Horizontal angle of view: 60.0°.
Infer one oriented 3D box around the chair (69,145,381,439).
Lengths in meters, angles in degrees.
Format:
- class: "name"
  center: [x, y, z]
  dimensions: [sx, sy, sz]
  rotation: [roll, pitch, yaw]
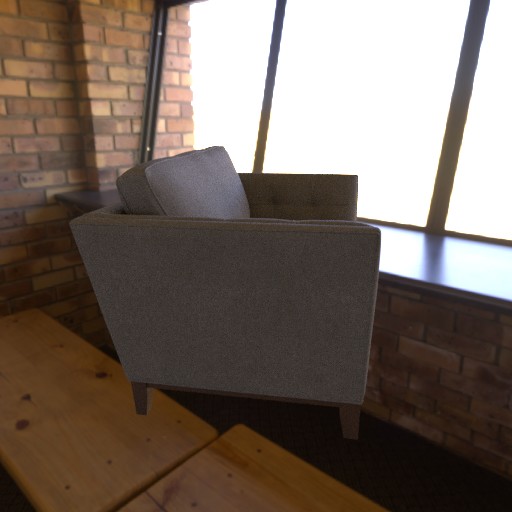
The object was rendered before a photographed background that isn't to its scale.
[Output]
- class: "chair"
  center: [0.000, 0.000, 2.057]
  dimensions: [0.965, 0.942, 1.396]
  rotation: [3, 17, 9]
